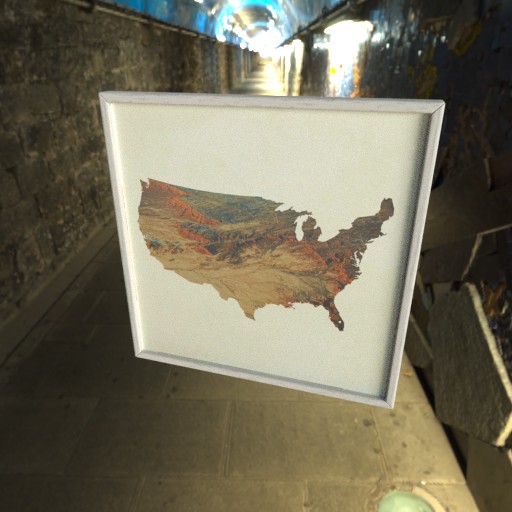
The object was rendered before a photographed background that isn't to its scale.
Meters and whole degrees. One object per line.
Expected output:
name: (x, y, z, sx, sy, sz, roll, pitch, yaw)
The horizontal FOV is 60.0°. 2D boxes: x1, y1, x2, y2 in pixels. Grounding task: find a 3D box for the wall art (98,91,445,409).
wall art: (0.000, 0.000, 1.888, 1.287, 1.288, 0.078, 7, 26, 15)
